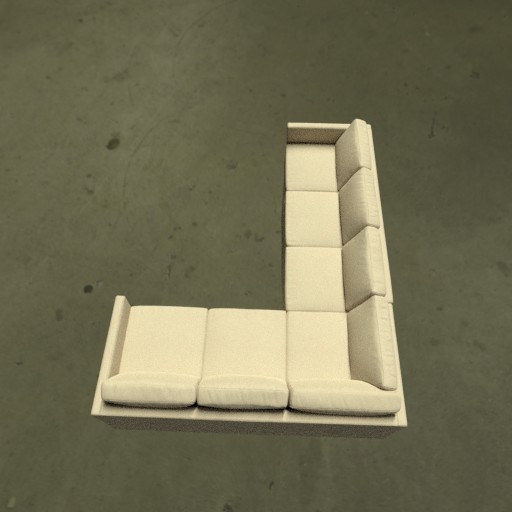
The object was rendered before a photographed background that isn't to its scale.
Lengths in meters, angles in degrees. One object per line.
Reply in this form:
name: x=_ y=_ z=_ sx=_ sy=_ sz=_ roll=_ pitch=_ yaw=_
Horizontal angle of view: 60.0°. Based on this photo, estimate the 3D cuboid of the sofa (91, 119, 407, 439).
sofa: x=0.000 y=0.000 z=4.355 sx=2.432 sy=0.871 sz=3.182 roll=2 pitch=60 yaw=1
